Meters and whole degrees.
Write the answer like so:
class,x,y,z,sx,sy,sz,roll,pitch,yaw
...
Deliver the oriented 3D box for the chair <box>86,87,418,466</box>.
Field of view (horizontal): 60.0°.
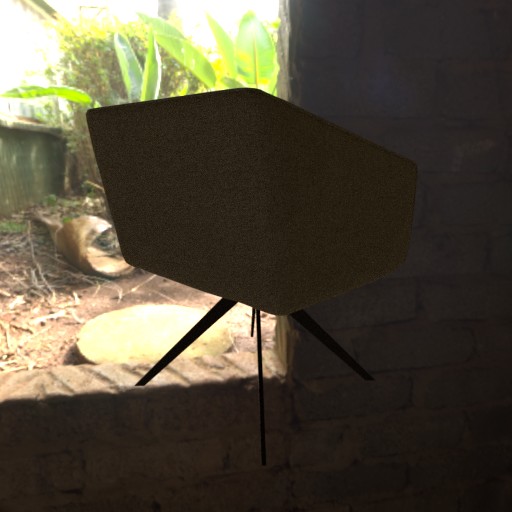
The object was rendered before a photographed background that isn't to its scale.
class,x,y,z,sx,sy,sz,roll,pitch,yaw
chair,0.000,0.000,1.207,0.628,0.760,0.623,13,19,43
